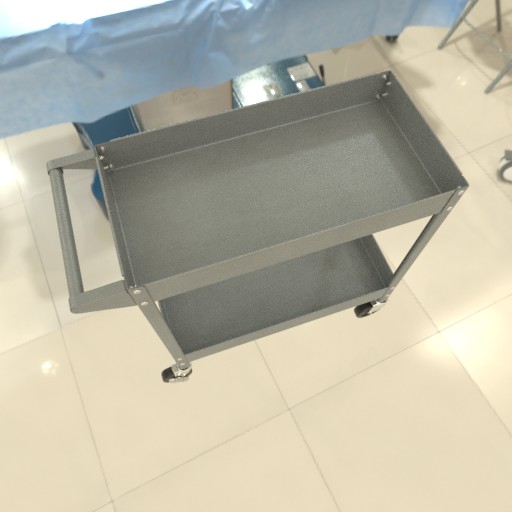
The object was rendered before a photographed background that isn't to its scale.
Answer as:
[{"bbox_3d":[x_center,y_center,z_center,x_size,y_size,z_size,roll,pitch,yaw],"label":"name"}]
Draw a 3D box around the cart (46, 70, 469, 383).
[{"bbox_3d":[0.000,0.000,1.183,0.779,0.719,0.366,-17,64,-8],"label":"cart"}]
